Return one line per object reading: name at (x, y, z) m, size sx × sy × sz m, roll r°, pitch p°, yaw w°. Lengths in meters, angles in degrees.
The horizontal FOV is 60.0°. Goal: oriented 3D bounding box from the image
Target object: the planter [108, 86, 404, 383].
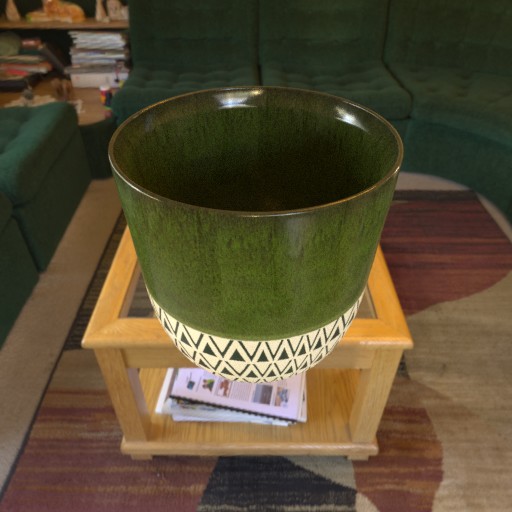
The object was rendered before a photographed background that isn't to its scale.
planter at (0.000, 0.000, 0.464) m, size 0.245 × 0.270 × 0.245 m, roll 0°, pitch 39°, yaw 0°
